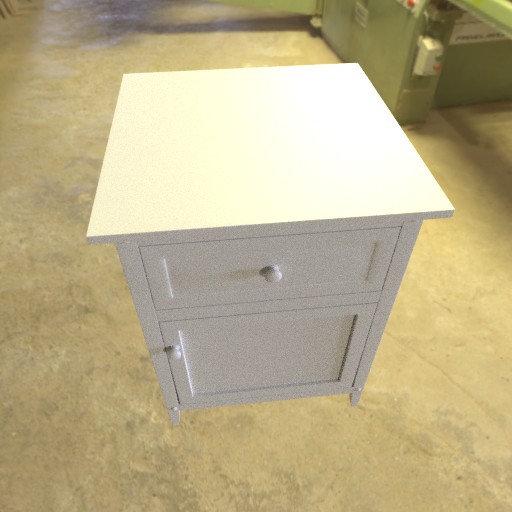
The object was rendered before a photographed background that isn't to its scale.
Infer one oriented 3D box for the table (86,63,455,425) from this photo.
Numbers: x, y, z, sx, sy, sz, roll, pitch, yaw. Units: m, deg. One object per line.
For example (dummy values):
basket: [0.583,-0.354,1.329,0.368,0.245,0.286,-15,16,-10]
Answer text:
table: [0.000,0.000,0.757,0.381,0.483,0.381,-5,46,-4]
